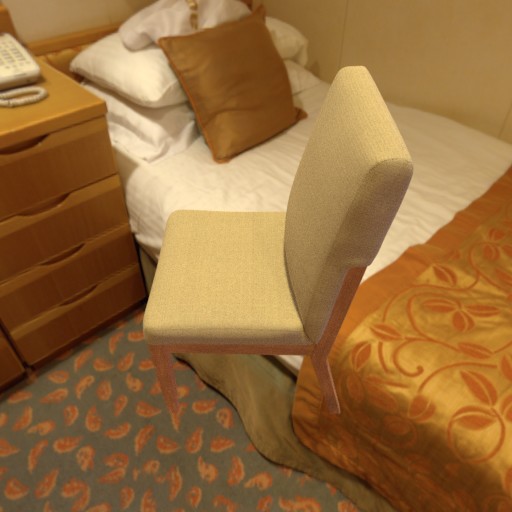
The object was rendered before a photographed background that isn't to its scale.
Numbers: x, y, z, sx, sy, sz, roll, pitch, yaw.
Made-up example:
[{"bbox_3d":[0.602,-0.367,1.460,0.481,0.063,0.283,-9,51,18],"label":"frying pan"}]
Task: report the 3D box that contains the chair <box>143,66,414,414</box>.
[{"bbox_3d":[0.000,0.000,1.263,0.586,0.911,0.507,0,43,0],"label":"chair"}]
